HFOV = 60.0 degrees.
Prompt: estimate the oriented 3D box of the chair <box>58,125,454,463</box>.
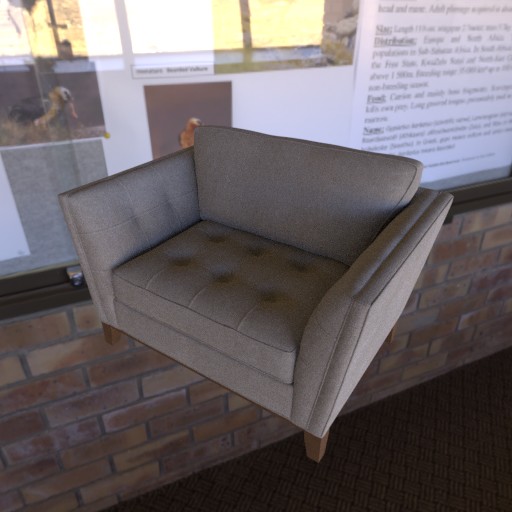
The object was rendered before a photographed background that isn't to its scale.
[{"bbox_3d":[0.000,0.000,2.032,1.396,0.942,0.965,19,36,29],"label":"chair"}]
